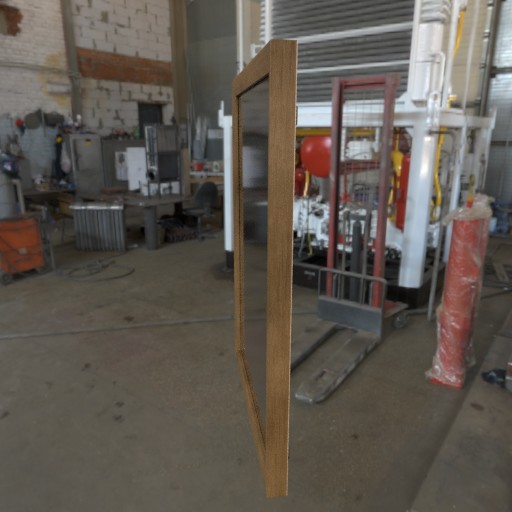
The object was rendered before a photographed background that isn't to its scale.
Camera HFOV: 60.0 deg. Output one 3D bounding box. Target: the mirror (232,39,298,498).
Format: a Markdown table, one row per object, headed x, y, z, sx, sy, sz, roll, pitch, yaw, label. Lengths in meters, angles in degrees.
| x | y | z | sx | sy | sz | roll | pitch | yaw | label |
| --- | --- | --- | --- | --- | --- | --- | --- | --- | --- |
| 0.000 | 0.000 | 0.899 | 0.040 | 0.710 | 0.507 | -2 | 16 | -8 | mirror |
